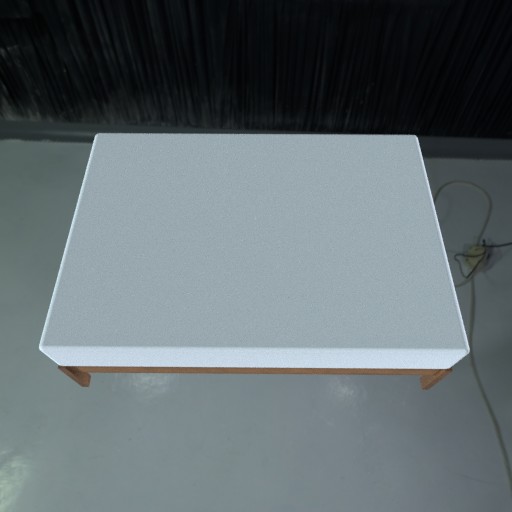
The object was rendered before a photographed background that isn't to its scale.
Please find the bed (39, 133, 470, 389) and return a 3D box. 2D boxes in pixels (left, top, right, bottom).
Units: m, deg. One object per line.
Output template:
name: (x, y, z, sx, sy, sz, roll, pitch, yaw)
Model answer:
bed: (0.000, 0.000, 2.548, 1.927, 0.616, 1.348, 0, 59, 0)
